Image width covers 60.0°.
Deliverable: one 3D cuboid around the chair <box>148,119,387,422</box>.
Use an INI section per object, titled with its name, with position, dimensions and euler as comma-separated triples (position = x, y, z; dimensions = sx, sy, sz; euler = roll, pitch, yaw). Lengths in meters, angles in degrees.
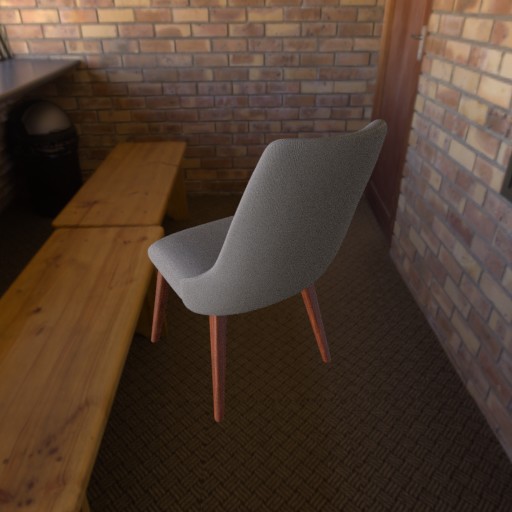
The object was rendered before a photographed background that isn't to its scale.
[chair]
position = 0.000, 0.000, 1.387
dimensions = 0.535, 0.918, 0.707
euler = -19, 35, -29
